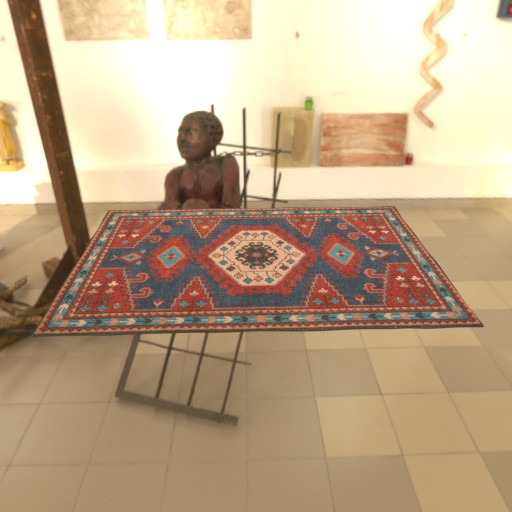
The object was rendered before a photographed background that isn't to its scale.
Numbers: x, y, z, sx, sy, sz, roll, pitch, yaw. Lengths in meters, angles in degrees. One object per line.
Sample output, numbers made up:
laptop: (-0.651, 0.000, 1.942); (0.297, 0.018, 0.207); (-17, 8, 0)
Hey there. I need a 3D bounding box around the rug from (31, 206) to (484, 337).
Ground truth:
rug: (0.000, 0.000, 2.293); (1.820, 0.012, 1.207); (-1, 30, -2)
